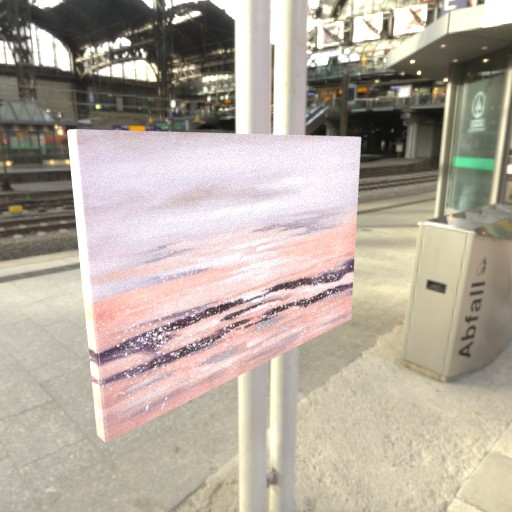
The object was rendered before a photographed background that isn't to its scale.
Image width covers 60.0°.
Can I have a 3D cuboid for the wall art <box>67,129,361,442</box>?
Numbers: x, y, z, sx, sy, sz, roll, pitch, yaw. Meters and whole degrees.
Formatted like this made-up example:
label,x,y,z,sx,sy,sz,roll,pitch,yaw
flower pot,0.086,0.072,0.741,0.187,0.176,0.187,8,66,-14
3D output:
label,x,y,z,sx,sy,sz,roll,pitch,yaw
wall art,0.000,0.000,1.151,0.038,0.609,0.913,13,19,42
